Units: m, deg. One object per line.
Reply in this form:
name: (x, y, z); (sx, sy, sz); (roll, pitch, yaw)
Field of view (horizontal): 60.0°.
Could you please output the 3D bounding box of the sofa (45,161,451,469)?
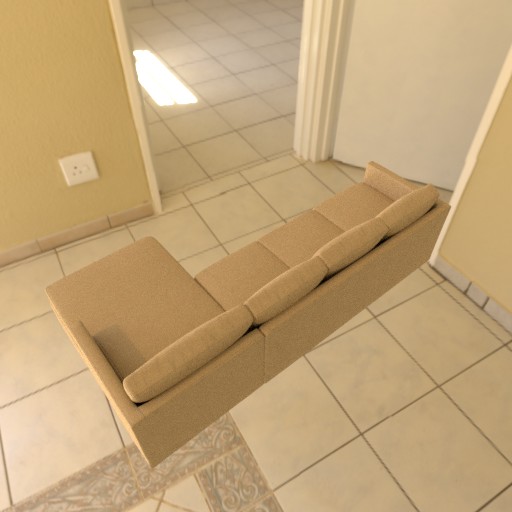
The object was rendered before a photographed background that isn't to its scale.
sofa: (0.000, 0.000, 3.850); (3.177, 0.867, 1.622); (-30, 53, -26)
